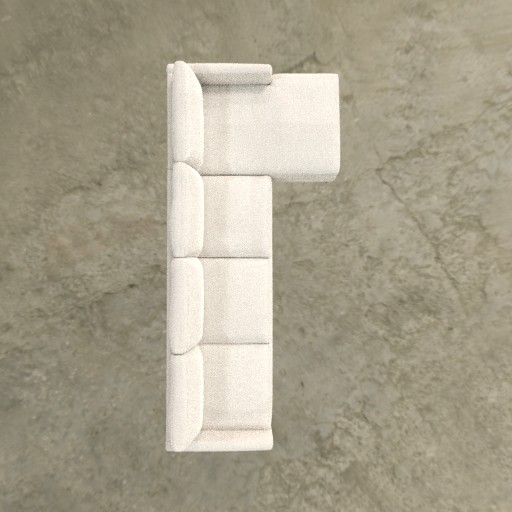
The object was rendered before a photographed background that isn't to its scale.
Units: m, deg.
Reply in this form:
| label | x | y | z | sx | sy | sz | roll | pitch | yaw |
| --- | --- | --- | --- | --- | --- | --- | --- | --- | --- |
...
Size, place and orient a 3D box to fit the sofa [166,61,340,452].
| label | x | y | z | sx | sy | sz | roll | pitch | yaw |
| --- | --- | --- | --- | --- | --- | --- | --- | --- | --- |
| sofa | 0.000 | 0.000 | 2.913 | 1.126 | 0.677 | 2.445 | 0 | 89 | -1 |
